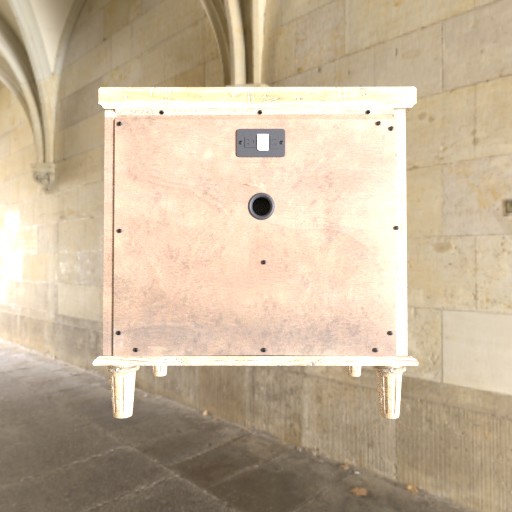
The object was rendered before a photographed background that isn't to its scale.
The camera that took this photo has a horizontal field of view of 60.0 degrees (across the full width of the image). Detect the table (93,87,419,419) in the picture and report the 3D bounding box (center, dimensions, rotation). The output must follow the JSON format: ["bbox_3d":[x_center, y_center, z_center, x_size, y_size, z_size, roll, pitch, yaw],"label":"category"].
[{"bbox_3d":[0.000,0.000,1.161,0.686,0.711,0.457,0,-1,0],"label":"table"}]
